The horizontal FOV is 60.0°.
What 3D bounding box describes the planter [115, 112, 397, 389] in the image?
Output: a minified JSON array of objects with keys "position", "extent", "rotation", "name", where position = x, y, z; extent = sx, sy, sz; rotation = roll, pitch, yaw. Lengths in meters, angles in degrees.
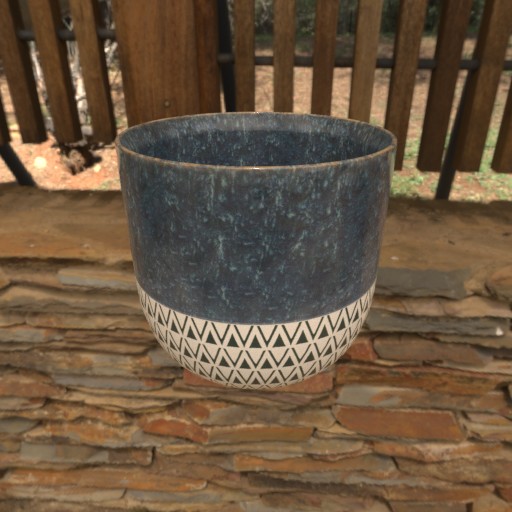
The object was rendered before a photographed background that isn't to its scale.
[{"position":[0.000,0.000,0.492],"extent":[0.266,0.270,0.266],"rotation":[0,26,0],"name":"planter"}]
